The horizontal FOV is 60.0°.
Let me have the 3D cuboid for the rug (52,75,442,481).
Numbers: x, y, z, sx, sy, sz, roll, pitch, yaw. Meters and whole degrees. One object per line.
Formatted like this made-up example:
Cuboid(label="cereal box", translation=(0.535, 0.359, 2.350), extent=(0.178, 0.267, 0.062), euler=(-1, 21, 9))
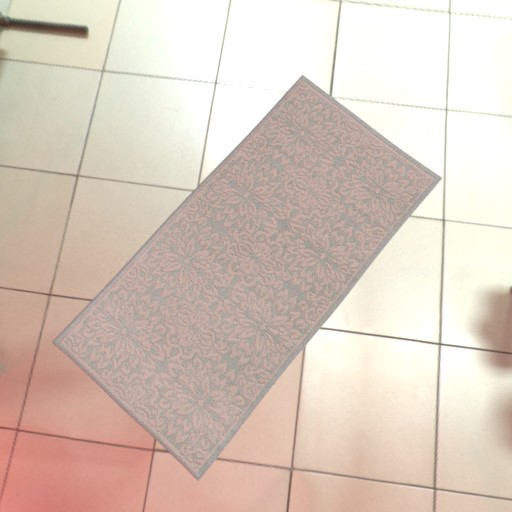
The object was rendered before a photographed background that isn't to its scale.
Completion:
Cuboid(label="rug", translation=(0.000, 0.000, 1.416), extent=(0.604, 0.007, 1.219), euler=(40, 80, 9))
